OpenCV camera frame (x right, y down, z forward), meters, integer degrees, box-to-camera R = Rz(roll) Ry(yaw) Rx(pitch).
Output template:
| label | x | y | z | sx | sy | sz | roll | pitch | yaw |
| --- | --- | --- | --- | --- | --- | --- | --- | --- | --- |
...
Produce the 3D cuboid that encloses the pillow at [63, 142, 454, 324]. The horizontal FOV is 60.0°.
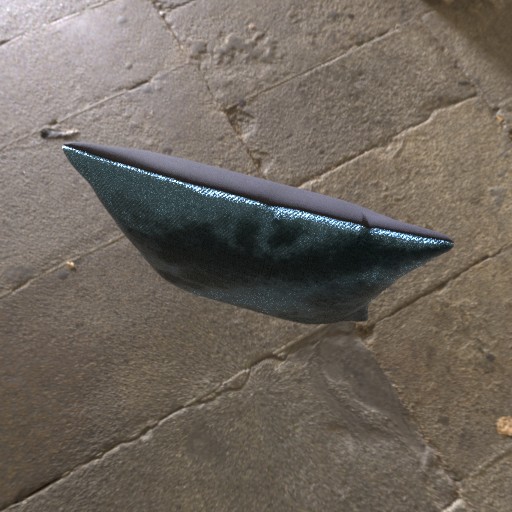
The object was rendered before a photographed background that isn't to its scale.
| label | x | y | z | sx | sy | sz | roll | pitch | yaw |
| --- | --- | --- | --- | --- | --- | --- | --- | --- | --- |
| pillow | 0.000 | 0.000 | 0.650 | 0.436 | 0.430 | 0.138 | 15 | 74 | 4 |
